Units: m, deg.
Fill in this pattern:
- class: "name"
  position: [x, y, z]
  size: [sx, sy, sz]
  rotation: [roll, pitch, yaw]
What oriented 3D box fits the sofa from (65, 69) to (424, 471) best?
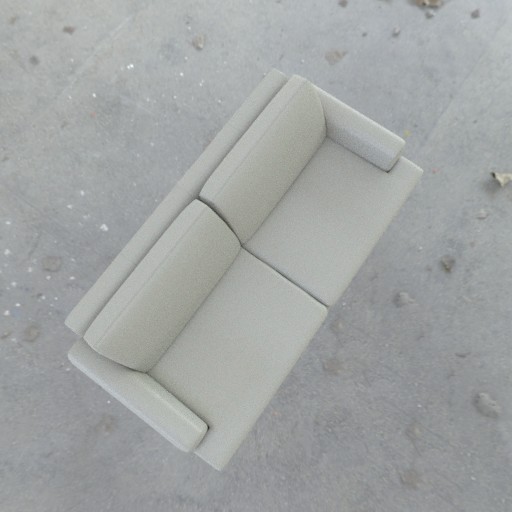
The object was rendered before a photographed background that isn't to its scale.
- class: "sofa"
  position: [0.000, 0.000, 2.356]
  size: [0.974, 0.765, 1.940]
  rotation: [35, 78, 9]
